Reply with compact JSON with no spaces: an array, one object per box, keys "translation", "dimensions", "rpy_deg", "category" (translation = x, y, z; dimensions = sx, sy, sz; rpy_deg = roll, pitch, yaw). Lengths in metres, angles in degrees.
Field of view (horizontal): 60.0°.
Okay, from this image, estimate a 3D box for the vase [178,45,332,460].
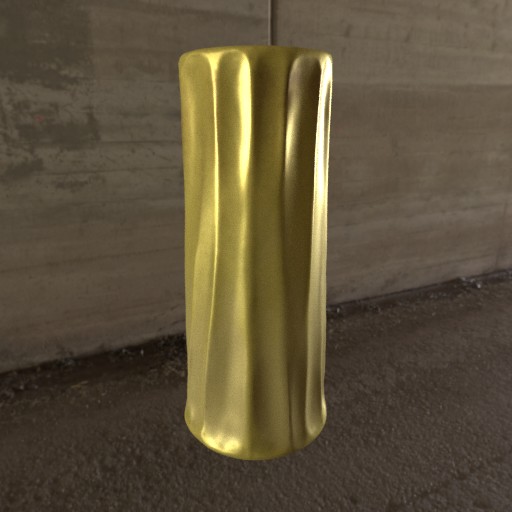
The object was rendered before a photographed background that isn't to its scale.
[{"translation":[0.000,0.000,0.173],"dimensions":[0.061,0.143,0.061],"rpy_deg":[0,17,0],"category":"vase"}]
